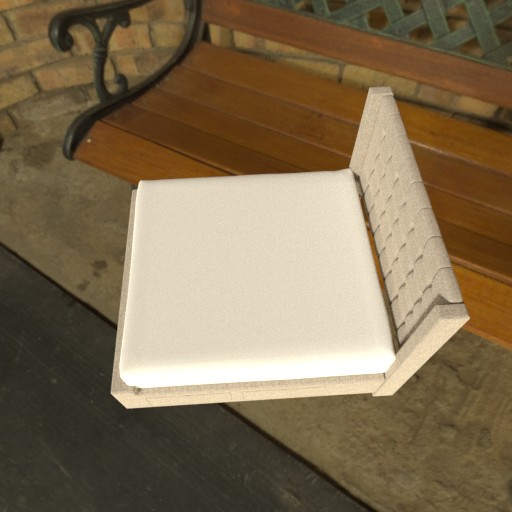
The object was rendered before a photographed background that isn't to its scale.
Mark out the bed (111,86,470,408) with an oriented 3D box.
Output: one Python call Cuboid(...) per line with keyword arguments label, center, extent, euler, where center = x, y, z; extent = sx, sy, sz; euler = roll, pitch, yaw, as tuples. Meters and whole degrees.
Cuboid(label="bed", center=(0.000, 0.000, 3.761), extent=(2.372, 1.748, 2.044), euler=(-3, 58, -2))
